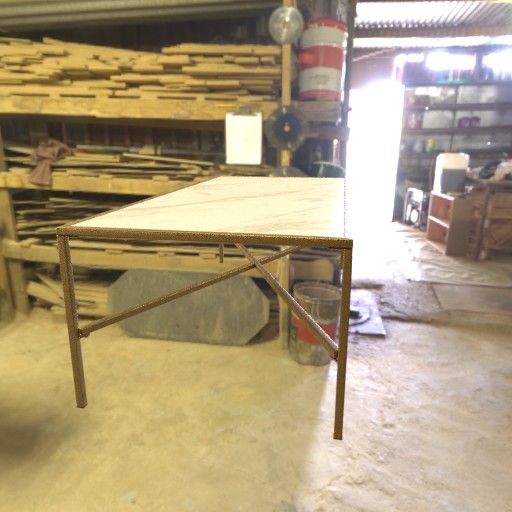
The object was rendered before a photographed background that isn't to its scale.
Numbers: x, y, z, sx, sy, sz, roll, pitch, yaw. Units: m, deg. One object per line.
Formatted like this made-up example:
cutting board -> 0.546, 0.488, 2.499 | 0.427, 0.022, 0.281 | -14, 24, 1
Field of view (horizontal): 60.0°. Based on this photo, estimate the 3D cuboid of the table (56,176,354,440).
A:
table -> 0.000, 0.000, 1.440 | 0.577, 0.405, 1.197 | 3, 15, 11
